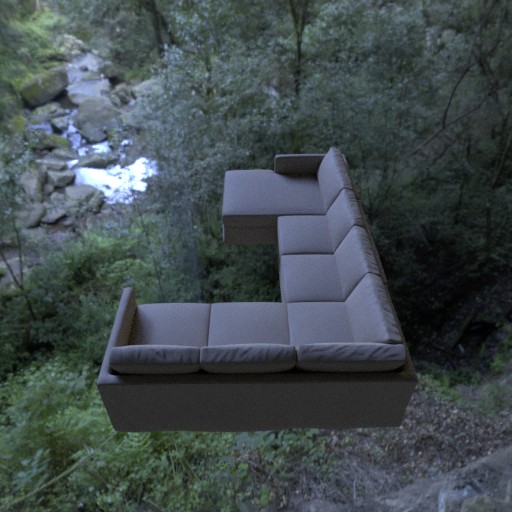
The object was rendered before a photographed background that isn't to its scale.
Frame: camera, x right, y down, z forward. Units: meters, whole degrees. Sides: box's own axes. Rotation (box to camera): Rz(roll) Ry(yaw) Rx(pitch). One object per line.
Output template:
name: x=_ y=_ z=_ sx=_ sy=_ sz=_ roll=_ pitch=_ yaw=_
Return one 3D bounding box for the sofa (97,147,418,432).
sofa: x=0.000 y=0.000 z=4.759 sx=2.476 sy=0.878 sz=3.528 roll=-1 pitch=42 yaw=-1
